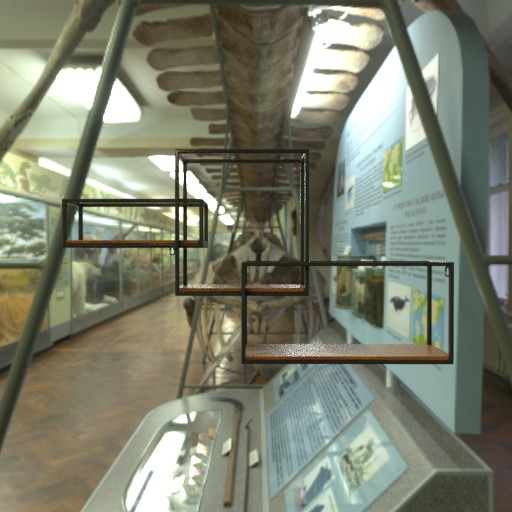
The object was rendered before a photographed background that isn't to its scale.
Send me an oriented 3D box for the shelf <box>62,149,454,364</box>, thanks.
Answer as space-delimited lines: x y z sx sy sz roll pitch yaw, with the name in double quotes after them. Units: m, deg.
0.000 0.000 2.131 1.781 0.972 0.275 0 1 0 "shelf"
